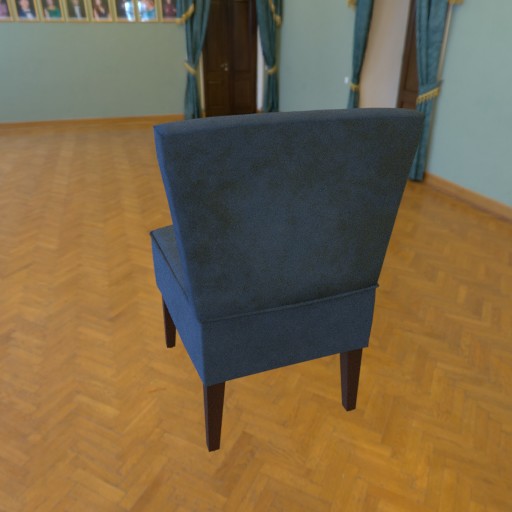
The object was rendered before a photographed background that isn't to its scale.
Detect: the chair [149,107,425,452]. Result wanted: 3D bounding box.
[{"bbox_3d":[0.000,0.000,1.178,0.521,0.806,0.551,-9,28,-17],"label":"chair"}]
